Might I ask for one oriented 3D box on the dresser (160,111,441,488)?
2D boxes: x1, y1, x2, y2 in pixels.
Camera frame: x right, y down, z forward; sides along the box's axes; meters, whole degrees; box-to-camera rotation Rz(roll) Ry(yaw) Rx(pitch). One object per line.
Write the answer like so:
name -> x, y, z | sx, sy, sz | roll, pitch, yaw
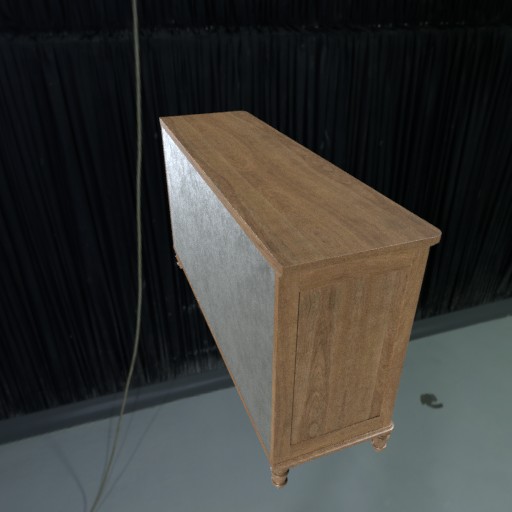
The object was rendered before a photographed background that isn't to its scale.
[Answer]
dresser -> 0.000, 0.000, 1.944 | 0.468, 0.892, 1.583 | -11, 32, -18
